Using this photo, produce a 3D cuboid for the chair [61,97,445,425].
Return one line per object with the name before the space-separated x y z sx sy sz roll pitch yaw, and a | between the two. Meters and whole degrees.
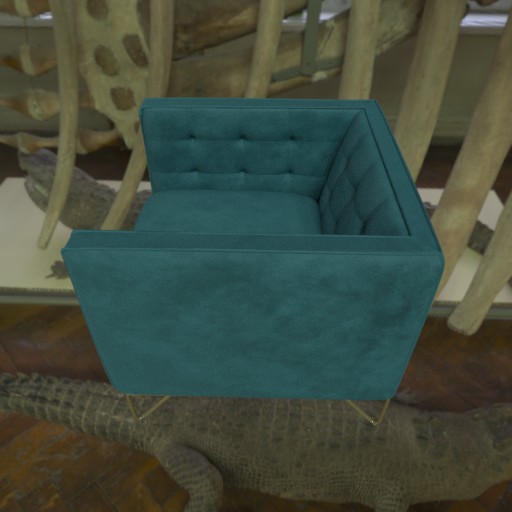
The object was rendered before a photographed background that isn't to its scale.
chair | 0.000 0.000 1.552 0.894 0.790 0.880 1 42 1
